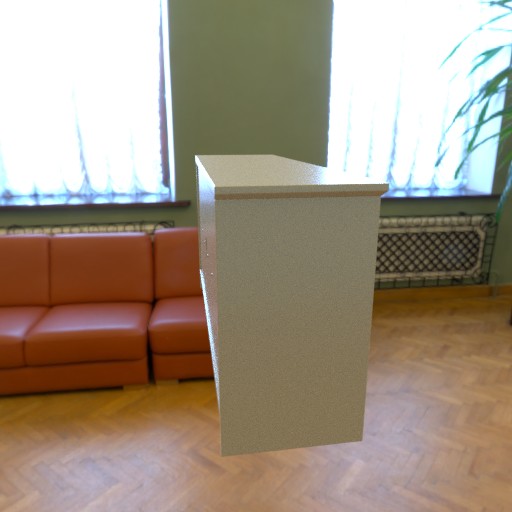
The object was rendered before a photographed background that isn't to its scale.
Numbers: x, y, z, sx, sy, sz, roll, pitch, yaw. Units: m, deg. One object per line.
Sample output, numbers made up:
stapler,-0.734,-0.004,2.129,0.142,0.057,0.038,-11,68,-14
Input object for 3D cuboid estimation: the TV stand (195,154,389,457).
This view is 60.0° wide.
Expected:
TV stand,0.000,0.000,1.479,0.344,0.603,1.167,-2,16,-9
